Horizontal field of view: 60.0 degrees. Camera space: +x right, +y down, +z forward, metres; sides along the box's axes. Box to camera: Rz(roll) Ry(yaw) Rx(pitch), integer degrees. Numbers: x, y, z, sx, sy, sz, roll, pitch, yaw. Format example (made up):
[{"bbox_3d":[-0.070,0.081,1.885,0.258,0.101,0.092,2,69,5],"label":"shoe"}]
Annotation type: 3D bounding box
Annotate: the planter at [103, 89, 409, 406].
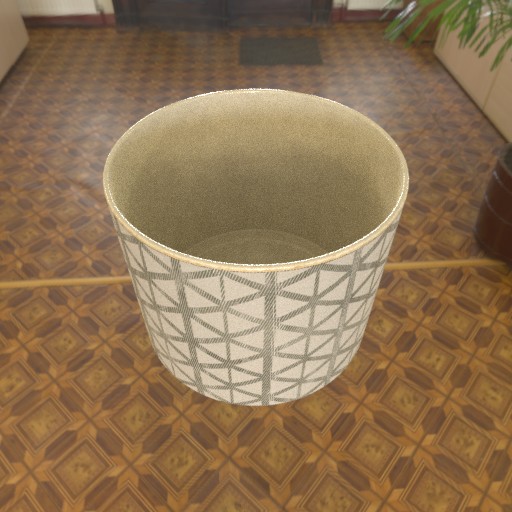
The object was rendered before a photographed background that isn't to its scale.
[{"bbox_3d":[0.000,0.000,0.457,0.250,0.239,0.250,0,46,0],"label":"planter"}]
